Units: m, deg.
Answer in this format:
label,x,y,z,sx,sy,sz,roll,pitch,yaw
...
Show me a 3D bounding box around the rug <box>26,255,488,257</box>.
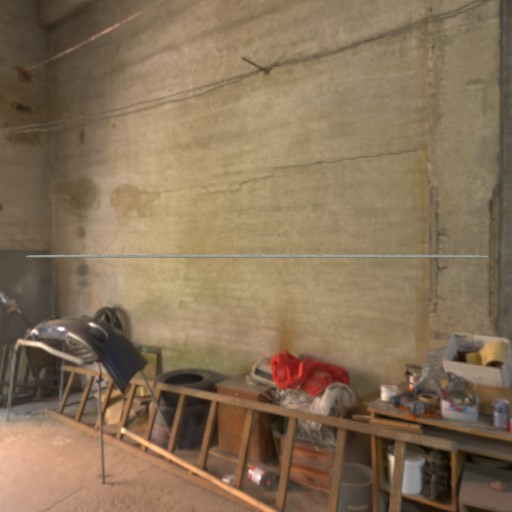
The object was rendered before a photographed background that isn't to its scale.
label,x,y,z,sx,sy,sz,roll,pitch,yaw
rug,0.000,0.000,2.434,2.196,0.011,0.662,0,0,1
